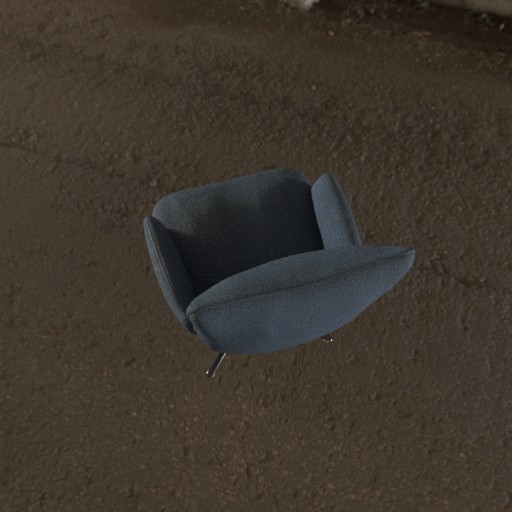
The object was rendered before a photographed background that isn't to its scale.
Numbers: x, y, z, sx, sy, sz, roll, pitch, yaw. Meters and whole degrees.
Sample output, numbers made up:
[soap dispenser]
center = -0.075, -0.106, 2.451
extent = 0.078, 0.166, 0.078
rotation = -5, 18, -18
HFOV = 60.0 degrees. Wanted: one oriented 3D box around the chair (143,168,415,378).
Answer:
[chair]
center = 0.000, 0.000, 1.587
extent = 0.711, 1.016, 0.889
rotation = -15, 60, -9
